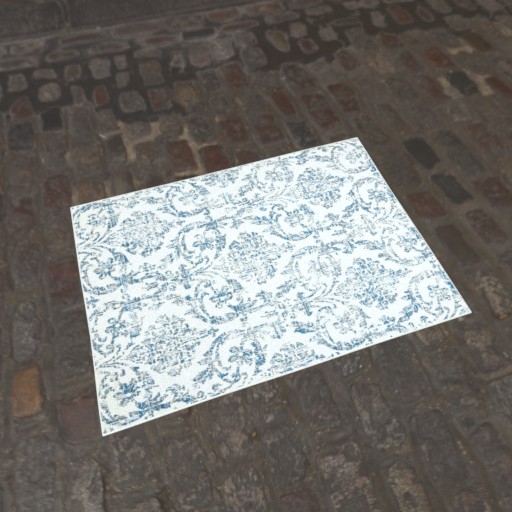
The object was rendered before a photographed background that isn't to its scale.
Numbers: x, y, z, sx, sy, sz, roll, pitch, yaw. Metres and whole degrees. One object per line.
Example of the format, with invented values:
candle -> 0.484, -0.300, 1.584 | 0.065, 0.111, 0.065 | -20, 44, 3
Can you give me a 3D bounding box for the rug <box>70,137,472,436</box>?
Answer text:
rug -> 0.000, 0.000, 2.870 | 2.197, 0.014, 1.586 | -16, 59, -10
